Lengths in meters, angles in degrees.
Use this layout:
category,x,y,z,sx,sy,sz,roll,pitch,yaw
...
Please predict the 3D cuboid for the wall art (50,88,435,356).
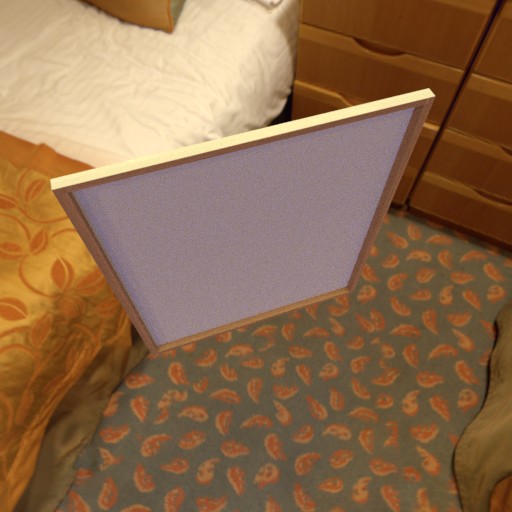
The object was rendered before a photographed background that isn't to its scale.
category,x,y,z,sx,sy,sz,roll,pitch,yaw
wall art,0.000,0.000,0.977,0.609,0.710,0.021,-16,60,-10
